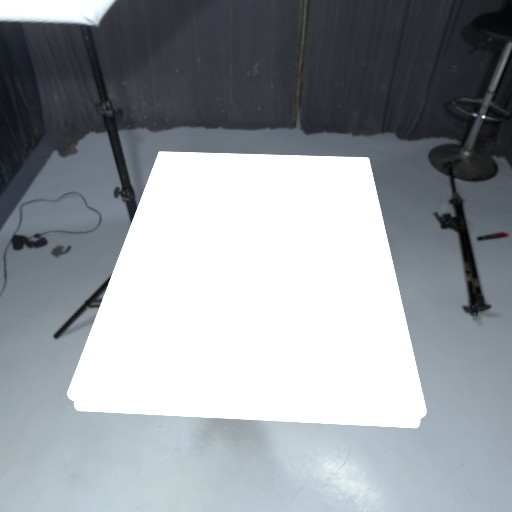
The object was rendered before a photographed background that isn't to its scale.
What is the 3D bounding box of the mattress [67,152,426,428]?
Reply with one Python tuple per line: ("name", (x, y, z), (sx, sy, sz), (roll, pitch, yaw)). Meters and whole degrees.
("mattress", (0.000, 0.000, 2.716), (1.600, 0.200, 2.000), (2, 45, 2))
